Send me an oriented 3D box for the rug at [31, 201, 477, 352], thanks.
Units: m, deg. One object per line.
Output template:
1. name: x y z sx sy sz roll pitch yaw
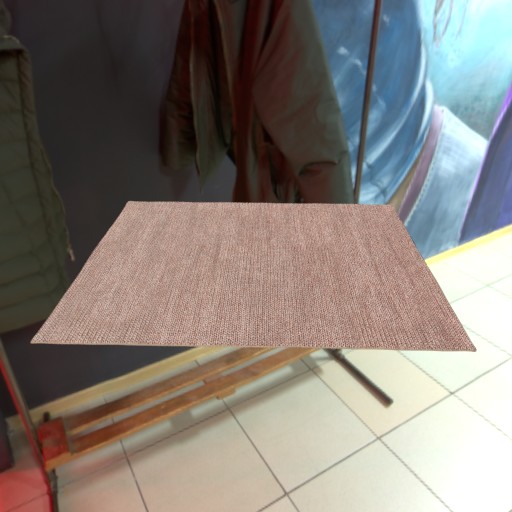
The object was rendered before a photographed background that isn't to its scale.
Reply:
1. rug: 0.000 0.000 4.058 3.052 0.030 2.429 1 30 1
